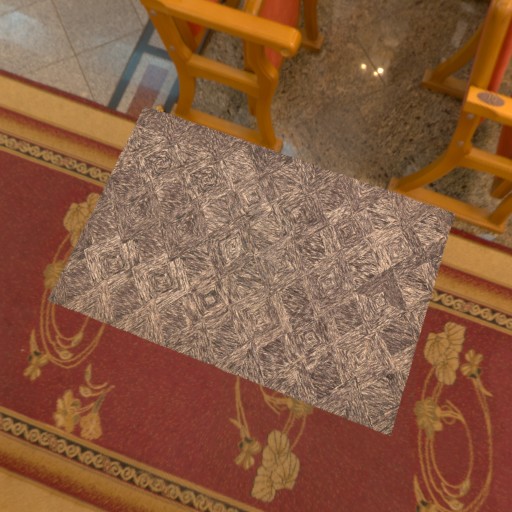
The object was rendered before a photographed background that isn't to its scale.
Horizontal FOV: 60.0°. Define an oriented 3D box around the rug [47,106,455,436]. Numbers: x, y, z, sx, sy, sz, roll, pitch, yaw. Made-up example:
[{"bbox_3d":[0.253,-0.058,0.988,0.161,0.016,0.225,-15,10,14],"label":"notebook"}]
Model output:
[{"bbox_3d":[0.000,0.000,2.292,1.808,0.011,1.189,20,77,5],"label":"rug"}]
